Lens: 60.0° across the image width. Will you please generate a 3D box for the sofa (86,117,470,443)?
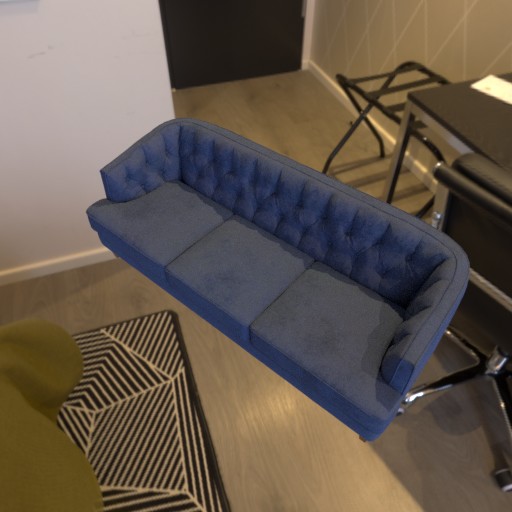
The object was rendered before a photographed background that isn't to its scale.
[{"bbox_3d":[0.000,0.000,2.727,2.278,0.855,0.941,31,54,26],"label":"sofa"}]
